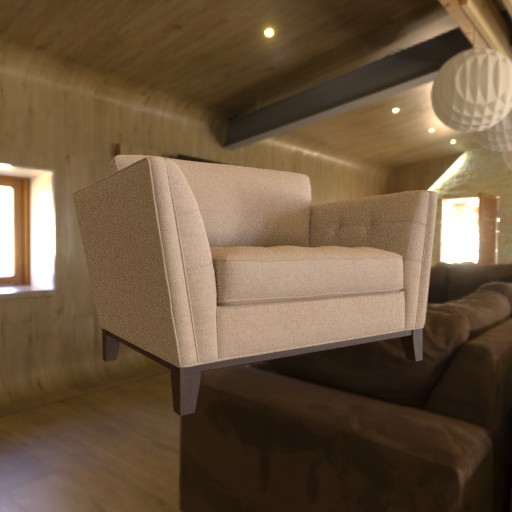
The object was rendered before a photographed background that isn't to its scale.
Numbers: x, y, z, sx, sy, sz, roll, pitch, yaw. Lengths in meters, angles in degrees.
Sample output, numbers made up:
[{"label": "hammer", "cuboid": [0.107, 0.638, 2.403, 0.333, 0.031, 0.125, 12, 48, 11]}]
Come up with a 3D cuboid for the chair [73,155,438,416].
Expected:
[{"label": "chair", "cuboid": [0.000, 0.000, 2.044, 1.397, 0.940, 0.965, -1, 1, -35]}]
